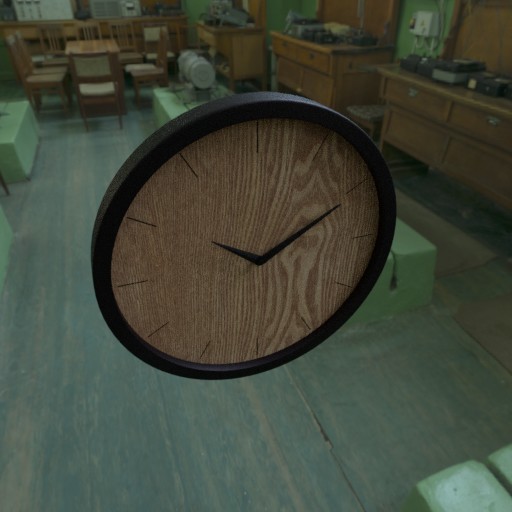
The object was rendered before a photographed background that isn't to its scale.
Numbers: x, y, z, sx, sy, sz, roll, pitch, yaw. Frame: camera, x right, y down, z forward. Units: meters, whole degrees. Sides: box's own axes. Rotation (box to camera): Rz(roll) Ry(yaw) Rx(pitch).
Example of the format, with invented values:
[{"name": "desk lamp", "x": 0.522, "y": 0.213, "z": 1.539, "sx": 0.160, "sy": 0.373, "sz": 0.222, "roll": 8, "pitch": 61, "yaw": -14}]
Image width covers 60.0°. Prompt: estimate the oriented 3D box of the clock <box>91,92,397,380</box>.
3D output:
[{"name": "clock", "x": 0.000, "y": 0.000, "z": 0.449, "sx": 0.314, "sy": 0.314, "sz": 0.029, "roll": -12, "pitch": 35, "yaw": -17}]
